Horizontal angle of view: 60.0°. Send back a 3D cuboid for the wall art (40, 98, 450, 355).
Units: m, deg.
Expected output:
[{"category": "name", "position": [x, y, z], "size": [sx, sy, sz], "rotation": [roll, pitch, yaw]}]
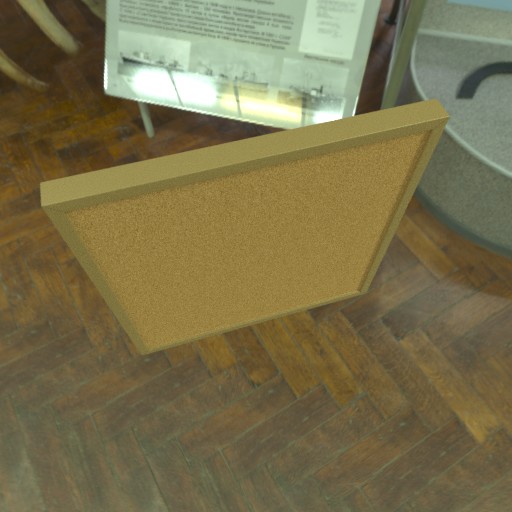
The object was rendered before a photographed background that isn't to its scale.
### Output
[{"category": "wall art", "position": [0.000, 0.000, 0.756], "size": [0.509, 0.509, 0.036], "rotation": [-14, 60, -8]}]
